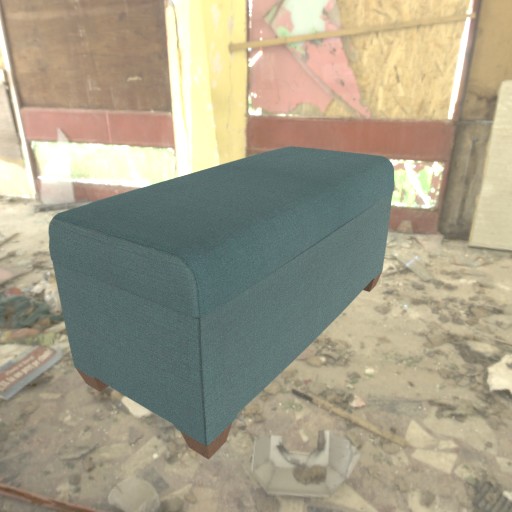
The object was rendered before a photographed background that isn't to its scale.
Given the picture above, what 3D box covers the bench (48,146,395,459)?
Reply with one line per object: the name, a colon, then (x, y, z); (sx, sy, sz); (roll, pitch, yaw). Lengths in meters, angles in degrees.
bench: (0.000, 0.000, 1.278); (0.476, 0.474, 0.995); (16, 29, 31)
